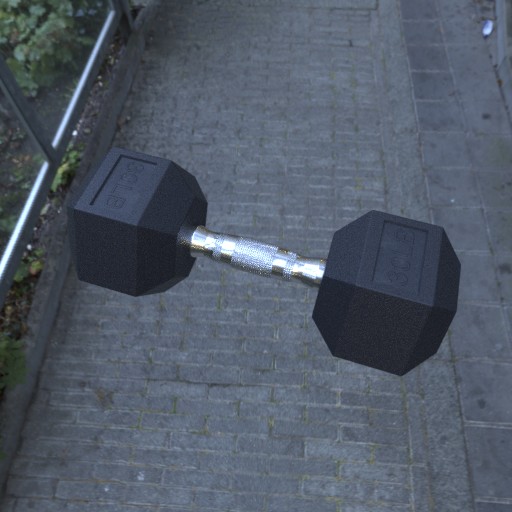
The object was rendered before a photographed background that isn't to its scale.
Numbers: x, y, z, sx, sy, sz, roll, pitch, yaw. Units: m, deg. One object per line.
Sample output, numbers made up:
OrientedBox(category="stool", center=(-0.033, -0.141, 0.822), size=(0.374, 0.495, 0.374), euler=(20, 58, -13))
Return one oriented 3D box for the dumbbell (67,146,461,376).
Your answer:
OrientedBox(category="dumbbell", center=(0.000, 0.000, 0.408), size=(0.337, 0.123, 0.142), euler=(15, 61, 9))
